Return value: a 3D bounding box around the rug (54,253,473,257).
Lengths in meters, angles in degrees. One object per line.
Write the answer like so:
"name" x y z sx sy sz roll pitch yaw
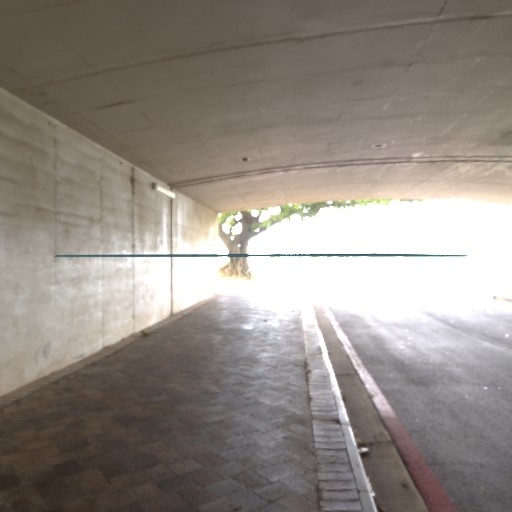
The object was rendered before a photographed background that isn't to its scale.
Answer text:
"rug" 0.000 0.000 2.320 1.833 0.012 1.211 0 0 38
